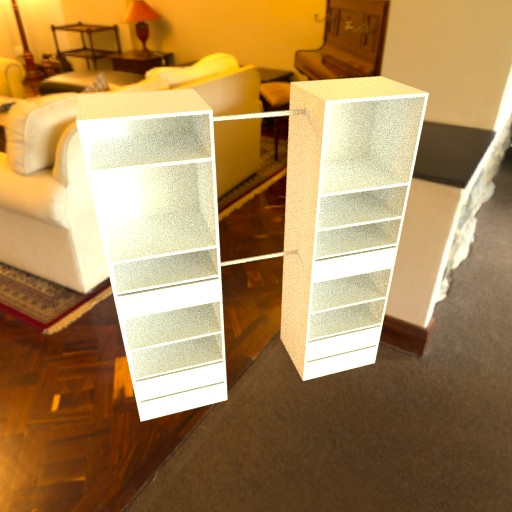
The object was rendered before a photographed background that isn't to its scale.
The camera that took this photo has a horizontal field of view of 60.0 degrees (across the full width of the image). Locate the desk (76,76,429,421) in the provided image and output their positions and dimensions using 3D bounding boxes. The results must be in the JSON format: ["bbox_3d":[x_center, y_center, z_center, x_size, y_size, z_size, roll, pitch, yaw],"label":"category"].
[{"bbox_3d":[0.000,0.000,2.855,1.770,2.000,0.480,-10,34,-15],"label":"desk"}]
